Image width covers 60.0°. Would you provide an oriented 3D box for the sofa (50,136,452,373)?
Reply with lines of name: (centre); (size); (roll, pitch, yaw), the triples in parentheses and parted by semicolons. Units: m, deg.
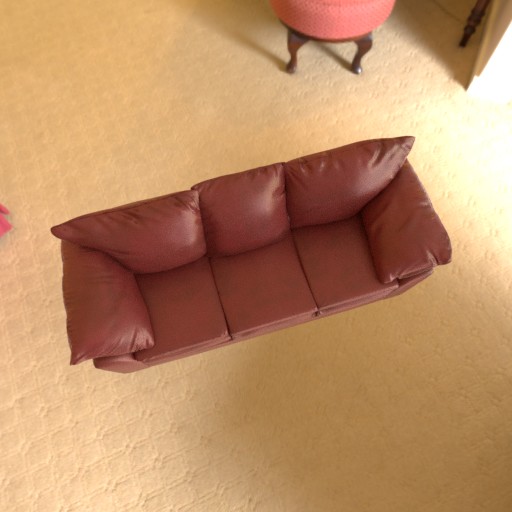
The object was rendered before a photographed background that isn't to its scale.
sofa: (0.000, 0.000, 2.913); (2.390, 1.091, 0.907); (-15, 65, -7)
